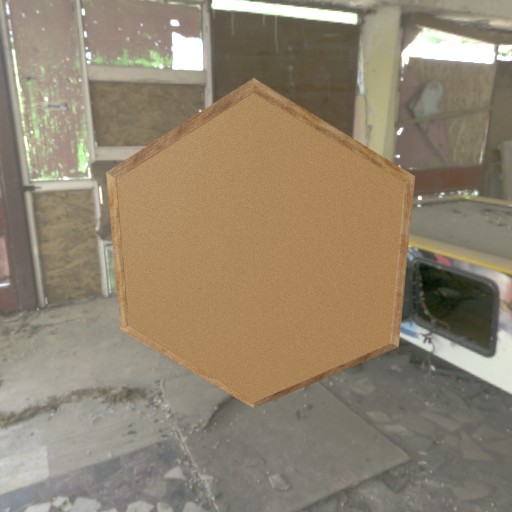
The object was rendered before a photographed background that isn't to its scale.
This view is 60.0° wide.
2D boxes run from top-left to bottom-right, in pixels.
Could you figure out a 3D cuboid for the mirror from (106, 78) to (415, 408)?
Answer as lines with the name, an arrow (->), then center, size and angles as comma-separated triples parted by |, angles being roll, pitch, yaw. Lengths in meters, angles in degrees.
mirror -> 0.000, 0.000, 1.050 | 0.675, 0.779, 0.091 | 2, 16, 7
